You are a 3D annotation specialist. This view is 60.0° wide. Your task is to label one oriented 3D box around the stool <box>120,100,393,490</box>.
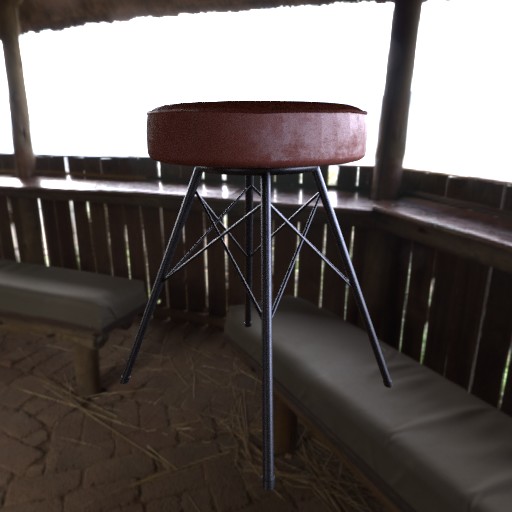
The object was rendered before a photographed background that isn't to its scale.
[{"bbox_3d":[0.000,0.000,0.910,0.457,0.593,0.421,15,22,41],"label":"stool"}]
